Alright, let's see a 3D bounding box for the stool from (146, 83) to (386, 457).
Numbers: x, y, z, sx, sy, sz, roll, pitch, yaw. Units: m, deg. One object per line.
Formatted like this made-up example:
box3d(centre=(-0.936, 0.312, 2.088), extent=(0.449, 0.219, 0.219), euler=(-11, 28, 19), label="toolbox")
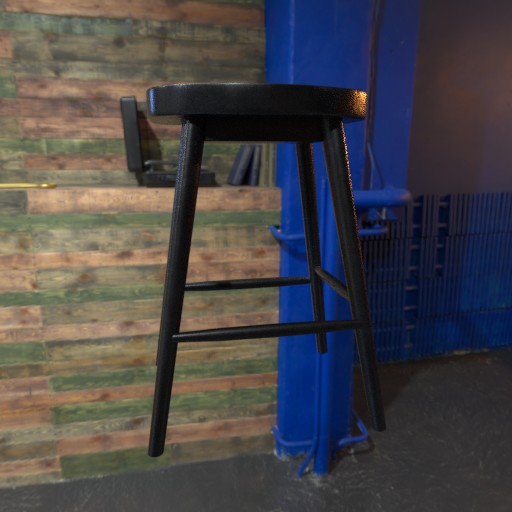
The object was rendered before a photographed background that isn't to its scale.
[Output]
box3d(centre=(0.000, 0.000, 0.896), extent=(0.440, 0.615, 0.361), euler=(-2, 13, -10), label="stool")
